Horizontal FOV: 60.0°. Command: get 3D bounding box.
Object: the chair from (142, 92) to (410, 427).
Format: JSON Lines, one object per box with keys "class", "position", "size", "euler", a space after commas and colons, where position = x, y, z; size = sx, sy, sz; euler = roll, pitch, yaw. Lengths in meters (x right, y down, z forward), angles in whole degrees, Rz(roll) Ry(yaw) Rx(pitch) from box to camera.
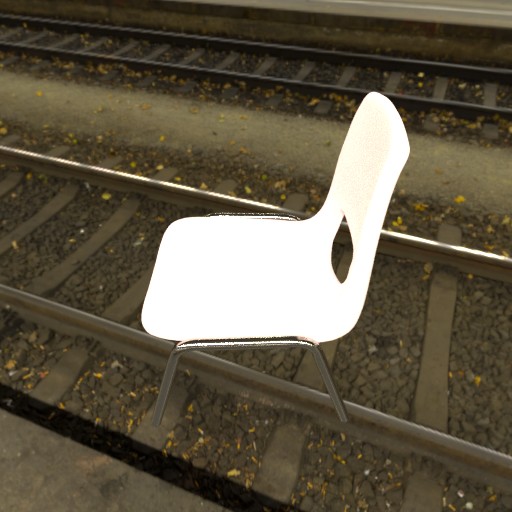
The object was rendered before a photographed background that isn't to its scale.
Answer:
{"class": "chair", "position": [0.000, 0.000, 0.778], "size": [0.385, 0.537, 0.354], "euler": [0, 40, 0]}
